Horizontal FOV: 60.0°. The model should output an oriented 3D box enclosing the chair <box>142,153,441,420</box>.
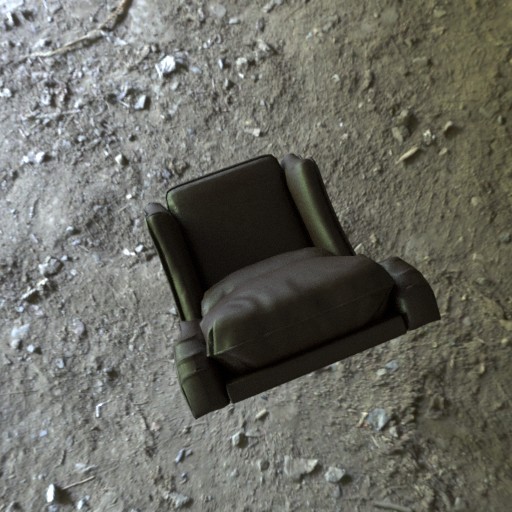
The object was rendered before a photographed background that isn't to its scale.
[{"bbox_3d":[0.000,0.000,1.785,0.770,1.132,0.982,-21,75,-6],"label":"chair"}]
